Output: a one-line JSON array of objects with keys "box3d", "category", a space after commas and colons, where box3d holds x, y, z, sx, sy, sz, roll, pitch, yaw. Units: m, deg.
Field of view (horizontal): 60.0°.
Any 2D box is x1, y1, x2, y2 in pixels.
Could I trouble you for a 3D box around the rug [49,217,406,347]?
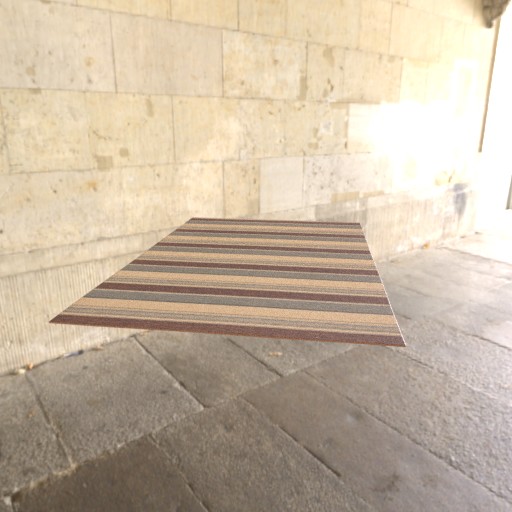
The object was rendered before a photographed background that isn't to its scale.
[{"box3d": [0.000, 0.000, 2.342, 1.219, 0.008, 1.829, 2, 17, 8], "category": "rug"}]
